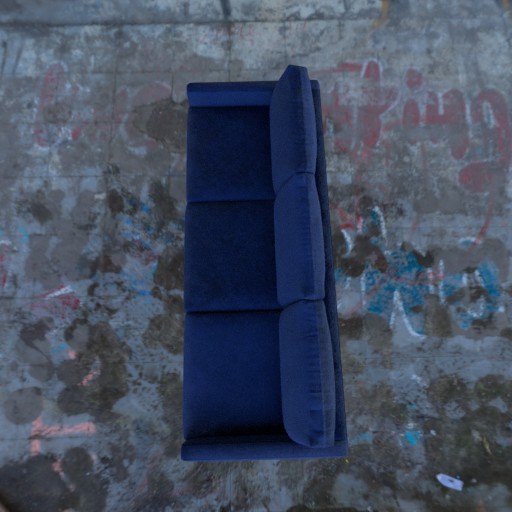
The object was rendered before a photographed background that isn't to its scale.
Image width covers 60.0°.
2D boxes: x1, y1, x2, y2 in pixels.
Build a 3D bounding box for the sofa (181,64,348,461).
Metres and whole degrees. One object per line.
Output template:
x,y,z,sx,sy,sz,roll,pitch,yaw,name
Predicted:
0.000,0.000,2.698,0.875,0.879,2.252,-2,74,0,sofa
